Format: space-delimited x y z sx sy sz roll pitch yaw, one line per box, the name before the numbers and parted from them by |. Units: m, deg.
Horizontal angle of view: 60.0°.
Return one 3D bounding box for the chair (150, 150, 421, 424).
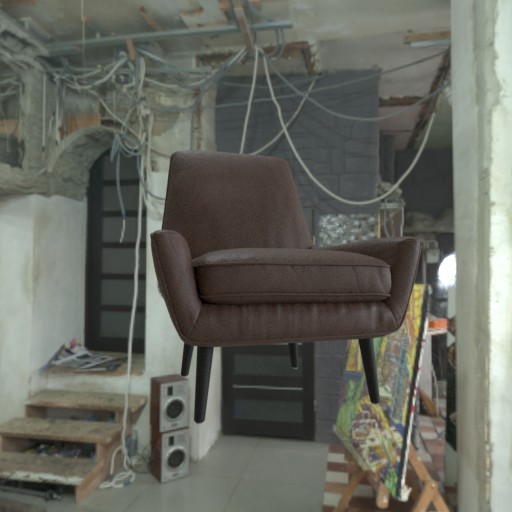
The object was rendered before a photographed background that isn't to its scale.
chair | 0.000 0.000 1.556 0.787 0.888 0.824 1 -2 -18
